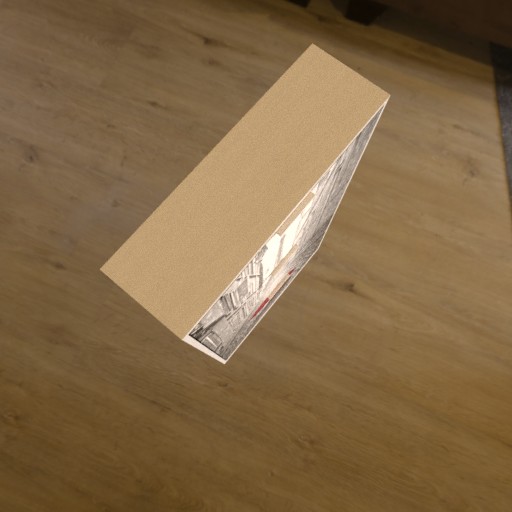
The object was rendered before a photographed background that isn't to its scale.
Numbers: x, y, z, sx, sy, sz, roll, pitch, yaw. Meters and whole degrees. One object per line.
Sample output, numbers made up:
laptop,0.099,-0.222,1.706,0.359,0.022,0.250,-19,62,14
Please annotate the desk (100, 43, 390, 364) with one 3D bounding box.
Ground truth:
desk,0.000,0.000,1.620,0.250,1.280,0.750,38,78,10
